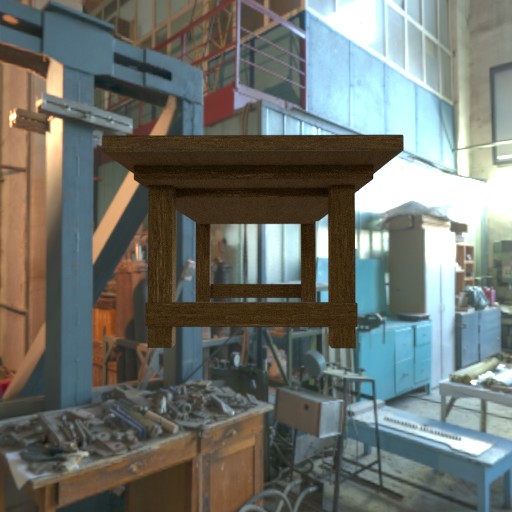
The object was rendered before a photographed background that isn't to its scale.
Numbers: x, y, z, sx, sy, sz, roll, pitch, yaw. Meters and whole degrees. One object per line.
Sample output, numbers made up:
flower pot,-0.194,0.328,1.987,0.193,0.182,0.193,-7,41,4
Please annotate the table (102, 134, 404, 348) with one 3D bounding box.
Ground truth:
table,0.000,0.000,2.446,1.000,0.762,1.982,0,-1,1
